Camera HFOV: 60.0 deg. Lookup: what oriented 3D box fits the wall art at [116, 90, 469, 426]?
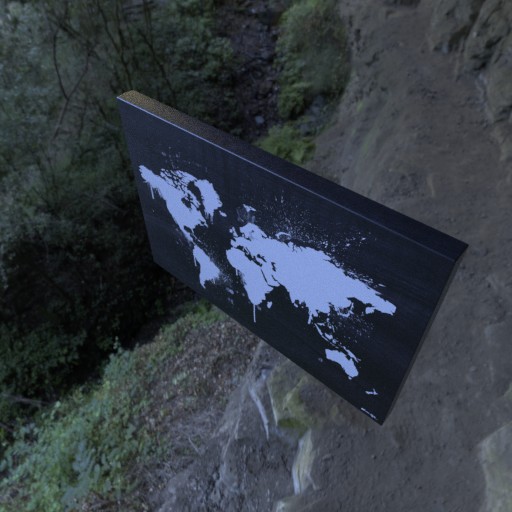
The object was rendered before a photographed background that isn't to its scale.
[{"bbox_3d":[0.000,0.000,0.777,0.610,0.409,0.038,32,53,28],"label":"wall art"}]
